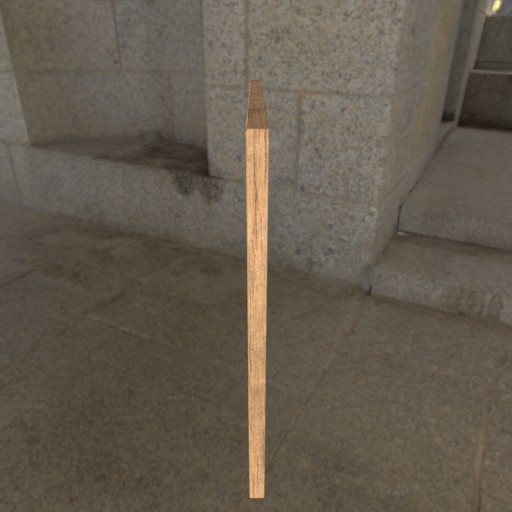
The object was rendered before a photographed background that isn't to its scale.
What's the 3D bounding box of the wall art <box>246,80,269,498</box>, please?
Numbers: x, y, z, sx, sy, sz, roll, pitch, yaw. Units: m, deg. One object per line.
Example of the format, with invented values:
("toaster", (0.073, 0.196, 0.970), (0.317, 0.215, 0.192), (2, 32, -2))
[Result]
("wall art", (0.000, 0.000, 1.007), (0.029, 0.691, 0.695), (0, 26, 0))
